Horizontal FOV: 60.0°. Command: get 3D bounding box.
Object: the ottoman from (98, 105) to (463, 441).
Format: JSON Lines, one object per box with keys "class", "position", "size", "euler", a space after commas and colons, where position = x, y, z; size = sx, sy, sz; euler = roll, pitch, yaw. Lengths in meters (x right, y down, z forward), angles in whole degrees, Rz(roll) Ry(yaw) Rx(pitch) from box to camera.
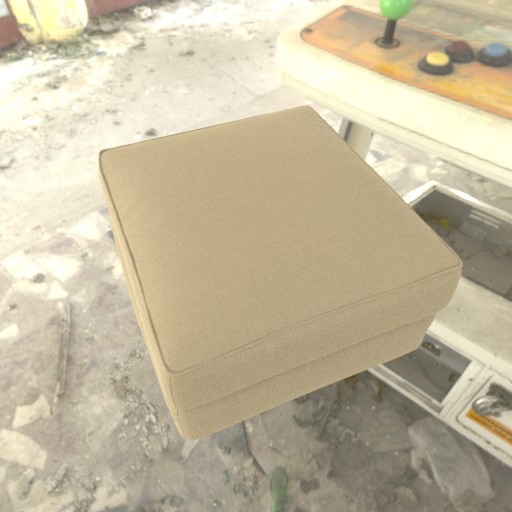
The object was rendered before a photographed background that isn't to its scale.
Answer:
{"class": "ottoman", "position": [0.000, 0.000, 1.152], "size": [0.662, 0.505, 0.716], "euler": [-17, 50, -15]}
